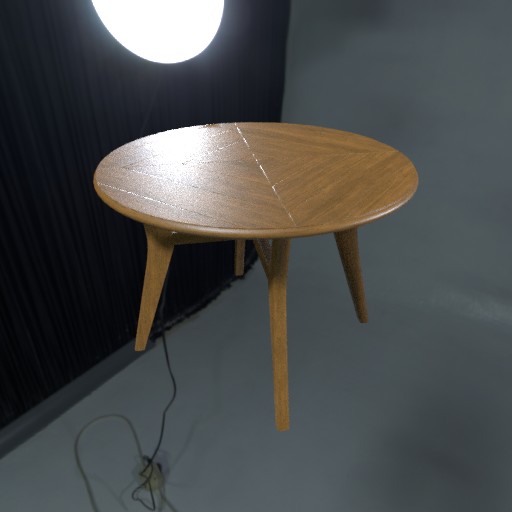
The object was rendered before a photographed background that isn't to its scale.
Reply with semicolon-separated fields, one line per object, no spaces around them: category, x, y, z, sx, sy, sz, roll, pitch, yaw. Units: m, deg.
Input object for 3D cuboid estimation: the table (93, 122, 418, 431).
table;0.000;0.000;1.692;1.055;0.757;1.055;0;30;0
